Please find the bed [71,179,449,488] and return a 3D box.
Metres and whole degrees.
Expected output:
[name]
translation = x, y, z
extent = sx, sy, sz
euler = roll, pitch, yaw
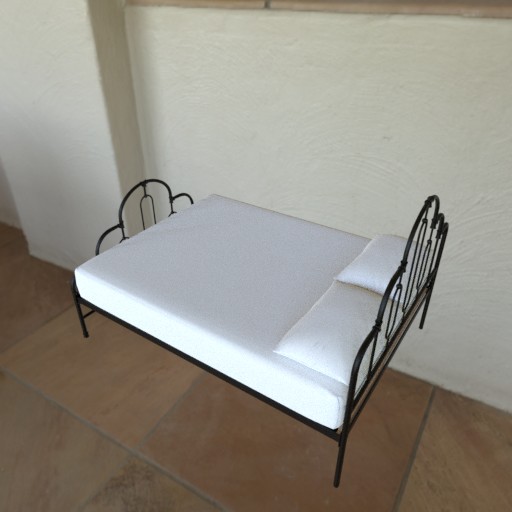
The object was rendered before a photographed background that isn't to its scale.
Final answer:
[bed]
translation = 0.000, 0.000, 3.154
extent = 2.181, 1.444, 1.626
euler = 20, 37, 28
